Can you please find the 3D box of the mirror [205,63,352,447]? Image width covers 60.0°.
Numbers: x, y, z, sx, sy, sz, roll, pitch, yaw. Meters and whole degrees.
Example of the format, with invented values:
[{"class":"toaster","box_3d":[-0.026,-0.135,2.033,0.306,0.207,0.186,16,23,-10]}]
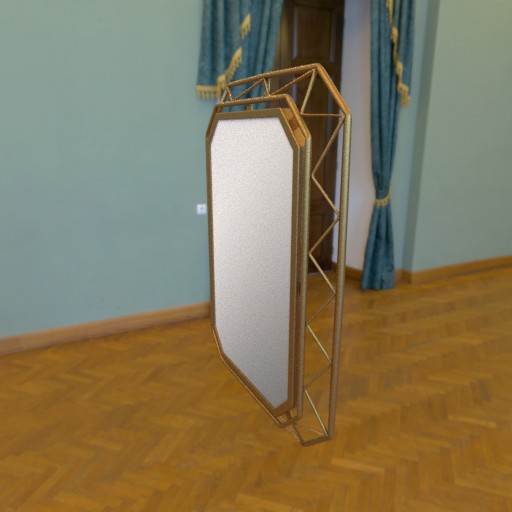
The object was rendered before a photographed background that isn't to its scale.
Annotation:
[{"class":"mirror","box_3d":[0.000,0.000,0.734,0.042,0.566,0.417,-8,18,-26]}]
